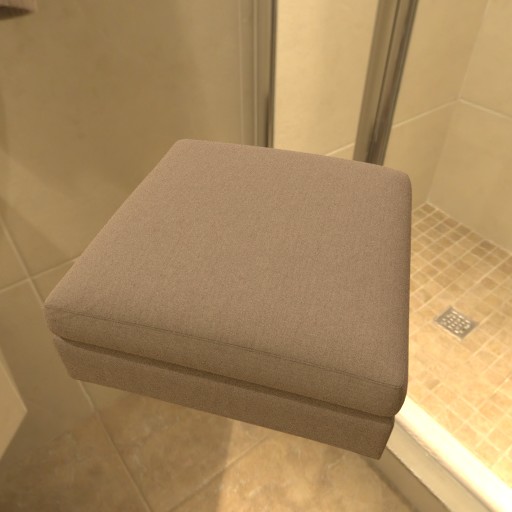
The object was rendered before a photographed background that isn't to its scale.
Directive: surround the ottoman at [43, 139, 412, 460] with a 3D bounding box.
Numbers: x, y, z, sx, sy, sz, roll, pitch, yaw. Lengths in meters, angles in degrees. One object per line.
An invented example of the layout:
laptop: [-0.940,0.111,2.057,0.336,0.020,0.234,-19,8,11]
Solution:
ottoman: [0.000,0.000,1.589,1.041,0.470,1.041,10,43,11]
